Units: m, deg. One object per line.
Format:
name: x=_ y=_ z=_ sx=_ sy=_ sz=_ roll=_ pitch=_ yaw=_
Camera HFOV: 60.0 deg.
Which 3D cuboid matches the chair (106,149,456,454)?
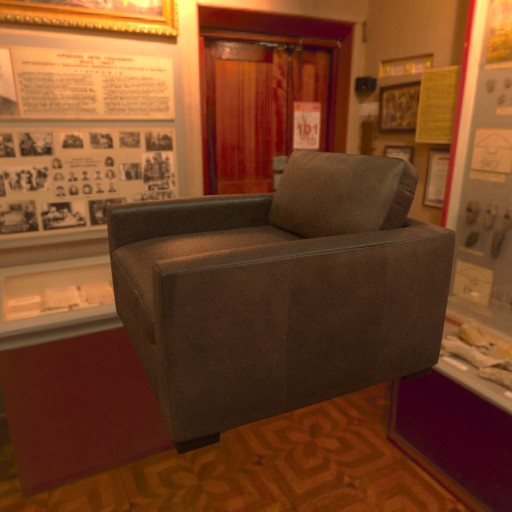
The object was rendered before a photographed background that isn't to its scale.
chair: x=0.000 y=0.000 z=1.817 sx=1.069 sy=0.812 sz=1.100 roll=-8 pitch=19 yaw=-24
